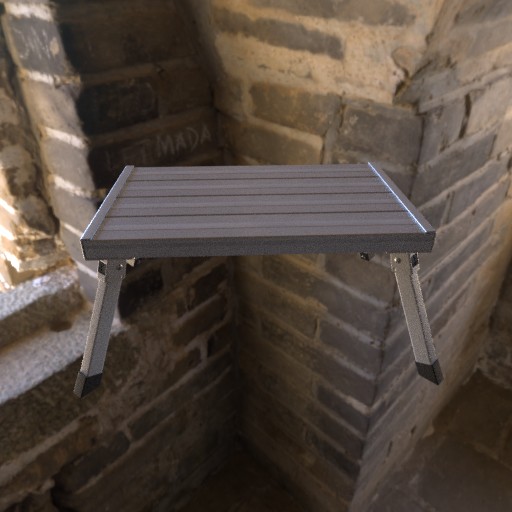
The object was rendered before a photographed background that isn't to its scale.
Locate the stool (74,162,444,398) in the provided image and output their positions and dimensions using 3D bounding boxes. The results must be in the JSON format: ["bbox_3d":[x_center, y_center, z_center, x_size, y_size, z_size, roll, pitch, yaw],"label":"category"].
[{"bbox_3d":[0.000,0.000,0.740,0.535,0.225,0.385,-1,30,-2],"label":"stool"}]
